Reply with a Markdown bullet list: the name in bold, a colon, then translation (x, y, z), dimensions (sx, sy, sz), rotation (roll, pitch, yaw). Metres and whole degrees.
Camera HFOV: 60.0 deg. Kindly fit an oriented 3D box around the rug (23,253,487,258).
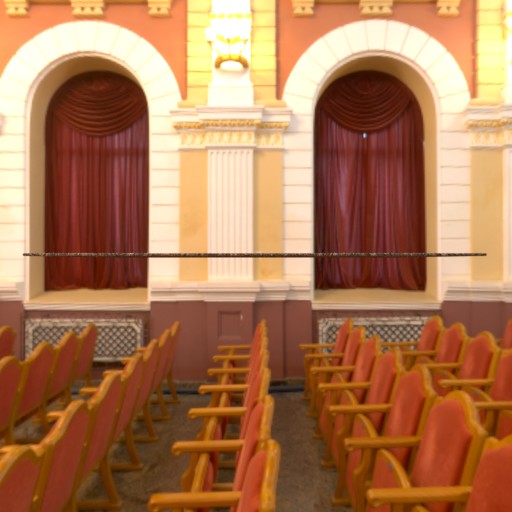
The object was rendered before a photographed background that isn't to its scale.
- **rug**: translation (0.000, 0.000, 2.303), dimensions (1.808, 0.011, 1.189), rotation (0, -1, 1)
